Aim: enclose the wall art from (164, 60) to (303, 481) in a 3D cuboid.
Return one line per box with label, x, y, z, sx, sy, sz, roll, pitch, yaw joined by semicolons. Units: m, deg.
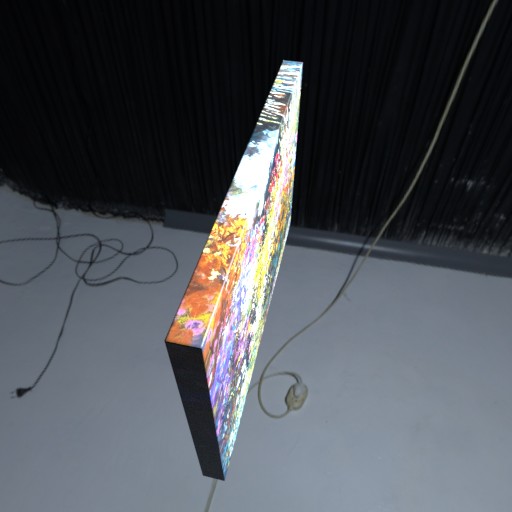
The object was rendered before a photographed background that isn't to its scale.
wall art;0.000;0.000;0.761;0.037;0.406;0.610;10;48;9
